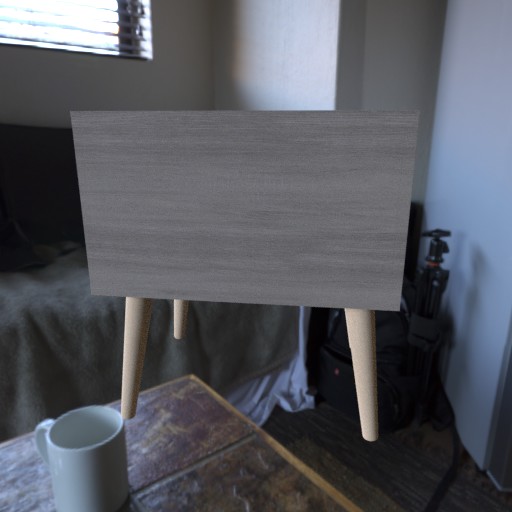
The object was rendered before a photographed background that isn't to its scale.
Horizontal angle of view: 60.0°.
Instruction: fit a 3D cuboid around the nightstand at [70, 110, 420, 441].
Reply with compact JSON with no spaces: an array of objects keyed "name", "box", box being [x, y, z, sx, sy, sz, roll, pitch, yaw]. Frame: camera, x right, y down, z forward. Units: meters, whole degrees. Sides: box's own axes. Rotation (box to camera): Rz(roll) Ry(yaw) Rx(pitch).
[{"name":"nightstand","box":[0.000,0.000,0.816,0.450,0.500,0.380,2,17,7]}]
